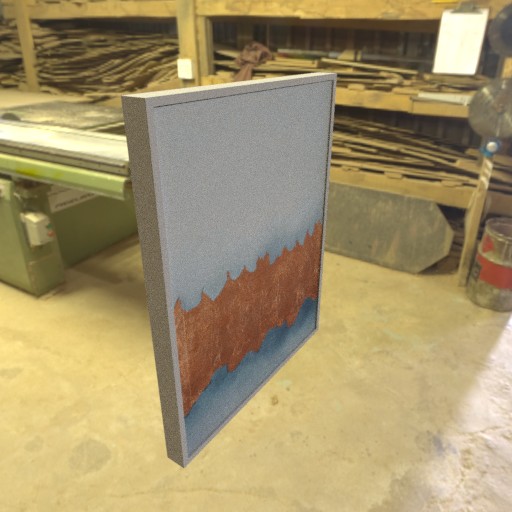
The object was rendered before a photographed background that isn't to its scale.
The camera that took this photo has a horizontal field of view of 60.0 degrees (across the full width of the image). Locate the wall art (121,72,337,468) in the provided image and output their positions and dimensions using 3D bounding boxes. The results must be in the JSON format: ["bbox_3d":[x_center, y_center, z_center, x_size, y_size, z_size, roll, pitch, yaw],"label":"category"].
[{"bbox_3d":[0.000,0.000,0.753,0.039,0.553,0.451,17,31,31],"label":"wall art"}]
